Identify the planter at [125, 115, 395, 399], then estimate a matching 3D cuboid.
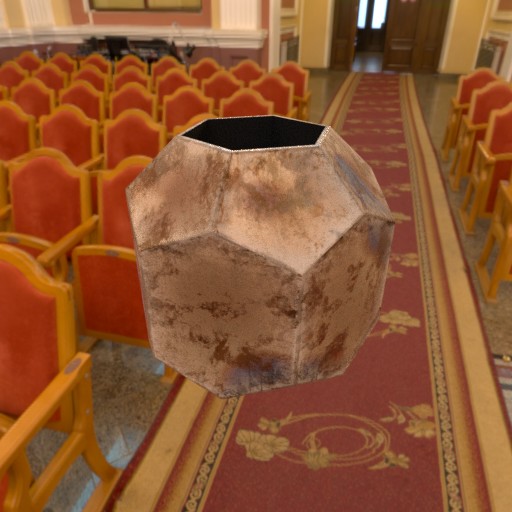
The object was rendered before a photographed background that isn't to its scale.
[{"bbox_3d":[0.000,0.000,0.425,0.243,0.238,0.221,8,30,13],"label":"planter"}]
